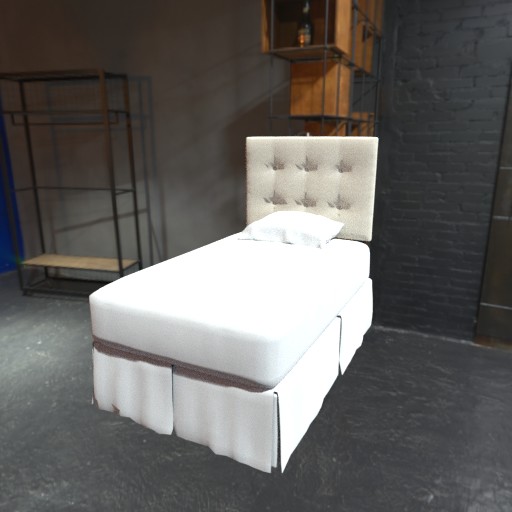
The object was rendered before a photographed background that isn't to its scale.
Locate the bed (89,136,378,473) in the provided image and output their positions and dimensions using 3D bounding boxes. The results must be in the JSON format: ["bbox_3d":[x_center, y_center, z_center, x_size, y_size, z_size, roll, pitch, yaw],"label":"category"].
[{"bbox_3d":[0.000,0.000,3.027,1.261,1.571,1.997,8,17,26],"label":"bed"}]
